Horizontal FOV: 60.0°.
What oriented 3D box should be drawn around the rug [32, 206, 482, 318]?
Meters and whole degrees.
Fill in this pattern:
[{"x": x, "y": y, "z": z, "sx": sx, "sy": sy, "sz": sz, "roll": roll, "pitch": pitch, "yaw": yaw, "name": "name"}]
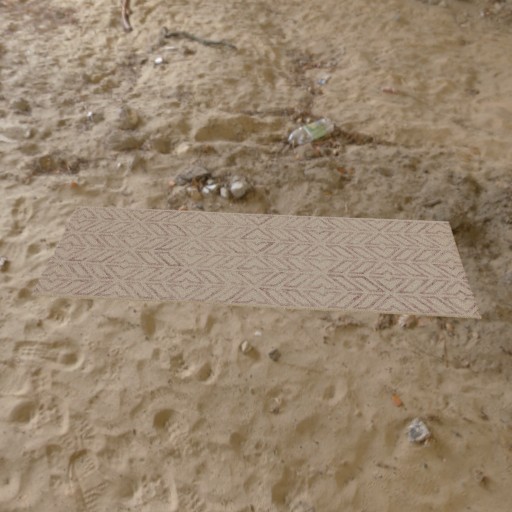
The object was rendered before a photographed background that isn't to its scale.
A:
[{"x": 0.000, "y": 0.000, "z": 2.644, "sx": 2.435, "sy": 0.009, "sz": 0.750, "roll": 3, "pitch": 47, "yaw": 2, "name": "rug"}]
